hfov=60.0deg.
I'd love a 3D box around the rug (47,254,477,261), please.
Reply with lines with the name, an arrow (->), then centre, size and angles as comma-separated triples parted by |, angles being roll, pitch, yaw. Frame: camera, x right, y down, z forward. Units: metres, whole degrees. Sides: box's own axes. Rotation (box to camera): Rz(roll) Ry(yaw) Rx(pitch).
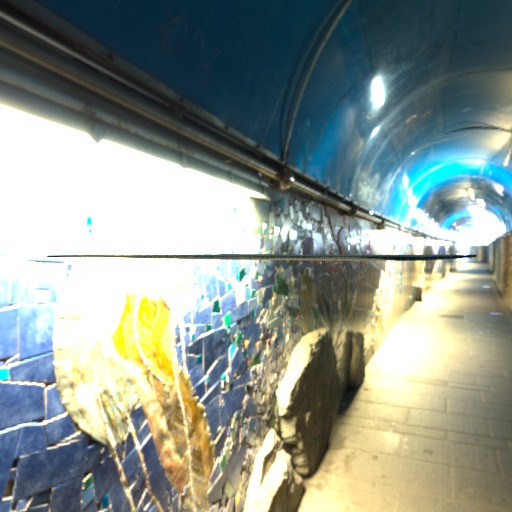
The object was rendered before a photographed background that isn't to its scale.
rug -> 0.000, 0.000, 2.113 | 1.728, 0.017, 1.136 | 0, 1, 36
